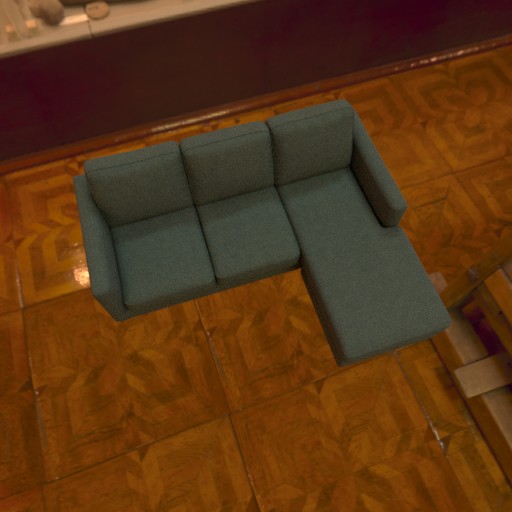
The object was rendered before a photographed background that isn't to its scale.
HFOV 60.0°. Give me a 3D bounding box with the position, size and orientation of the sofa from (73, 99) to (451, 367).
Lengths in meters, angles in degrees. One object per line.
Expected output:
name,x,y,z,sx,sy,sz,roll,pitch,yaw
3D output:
sofa,0.000,0.000,2.949,2.055,0.957,1.667,-16,65,-8
